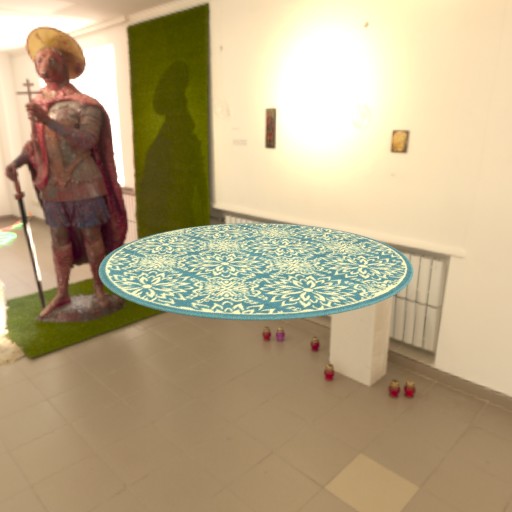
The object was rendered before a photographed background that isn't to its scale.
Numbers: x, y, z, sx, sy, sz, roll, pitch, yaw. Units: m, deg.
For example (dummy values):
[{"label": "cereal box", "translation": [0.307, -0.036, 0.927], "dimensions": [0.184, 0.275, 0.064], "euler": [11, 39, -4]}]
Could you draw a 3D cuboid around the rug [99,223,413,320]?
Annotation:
[{"label": "rug", "translation": [0.000, 0.000, 2.369], "dimensions": [1.593, 0.012, 1.593], "euler": [0, 17, 0]}]
